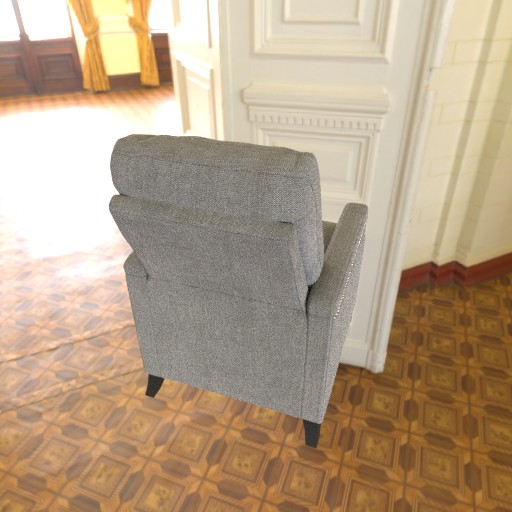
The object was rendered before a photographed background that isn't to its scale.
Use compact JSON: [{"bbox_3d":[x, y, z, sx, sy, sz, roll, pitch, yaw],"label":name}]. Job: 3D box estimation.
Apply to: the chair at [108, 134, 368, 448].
[{"bbox_3d":[0.000,0.000,1.630,0.710,1.049,0.922,11,34,17],"label":"chair"}]
